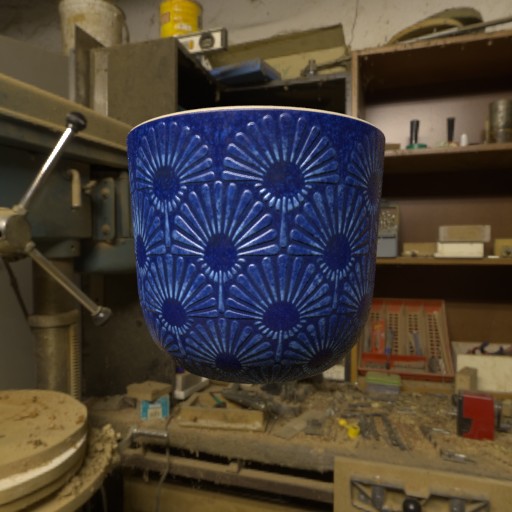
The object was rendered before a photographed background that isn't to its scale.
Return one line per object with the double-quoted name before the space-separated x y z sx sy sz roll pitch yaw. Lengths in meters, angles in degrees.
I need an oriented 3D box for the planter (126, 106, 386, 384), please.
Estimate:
"planter" 0.000 0.000 0.304 0.170 0.153 0.170 0 1 0
